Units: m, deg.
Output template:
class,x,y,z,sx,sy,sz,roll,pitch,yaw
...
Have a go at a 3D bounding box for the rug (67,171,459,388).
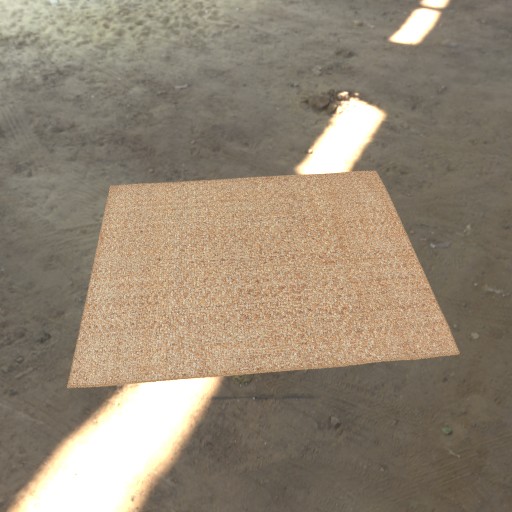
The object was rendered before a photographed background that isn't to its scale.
class,x,y,z,sx,sy,sz,roll,pitch,yaw
rug,0.000,0.000,4.207,3.048,0.013,2.439,-4,47,-4
